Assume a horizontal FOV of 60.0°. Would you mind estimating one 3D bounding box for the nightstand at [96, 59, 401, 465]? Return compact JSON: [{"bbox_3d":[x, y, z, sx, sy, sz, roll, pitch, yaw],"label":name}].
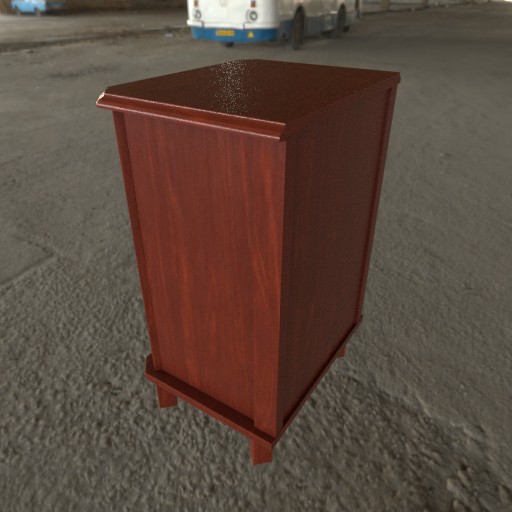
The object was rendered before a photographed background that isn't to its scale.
[{"bbox_3d":[0.000,0.000,0.909,0.351,0.681,0.435,19,36,28],"label":"nightstand"}]
